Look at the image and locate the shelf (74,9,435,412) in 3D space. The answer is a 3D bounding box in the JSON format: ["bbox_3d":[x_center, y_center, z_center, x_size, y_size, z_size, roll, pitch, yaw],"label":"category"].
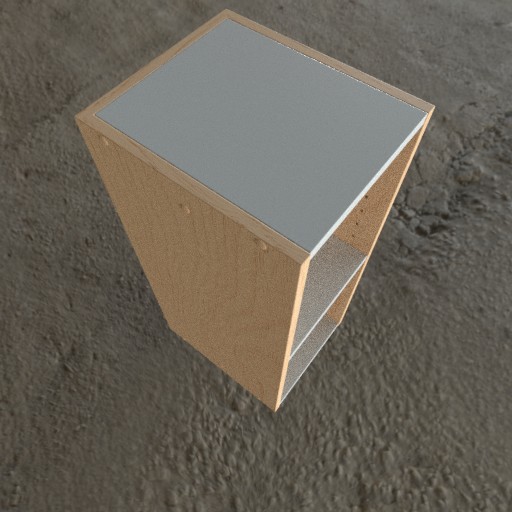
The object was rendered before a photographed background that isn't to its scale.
[{"bbox_3d":[0.000,0.000,0.724,0.290,0.600,0.250,34,65,18],"label":"shelf"}]
